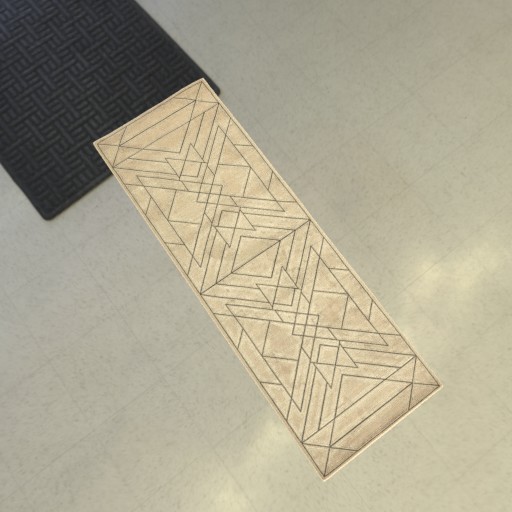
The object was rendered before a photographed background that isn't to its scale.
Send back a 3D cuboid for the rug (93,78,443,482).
[{"bbox_3d":[0.000,0.000,2.595,0.831,0.036,2.381,-34,78,-8],"label":"rug"}]
